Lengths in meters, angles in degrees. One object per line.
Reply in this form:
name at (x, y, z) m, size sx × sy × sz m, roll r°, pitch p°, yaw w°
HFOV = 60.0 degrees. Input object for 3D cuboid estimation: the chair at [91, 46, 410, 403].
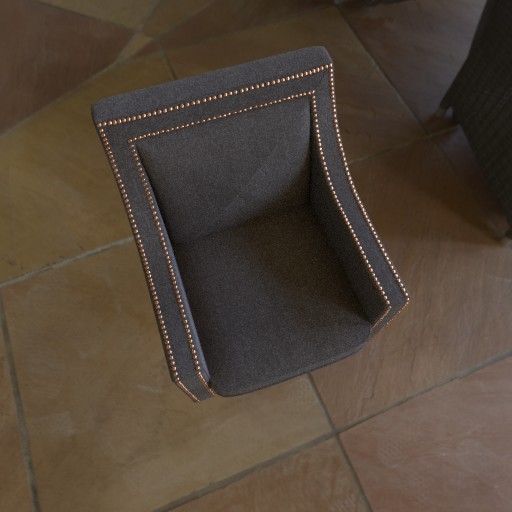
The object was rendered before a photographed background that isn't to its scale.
chair at (0.000, 0.000, 1.630) m, size 0.776 × 0.967 × 0.884 m, roll -17°, pitch 66°, yaw -8°
